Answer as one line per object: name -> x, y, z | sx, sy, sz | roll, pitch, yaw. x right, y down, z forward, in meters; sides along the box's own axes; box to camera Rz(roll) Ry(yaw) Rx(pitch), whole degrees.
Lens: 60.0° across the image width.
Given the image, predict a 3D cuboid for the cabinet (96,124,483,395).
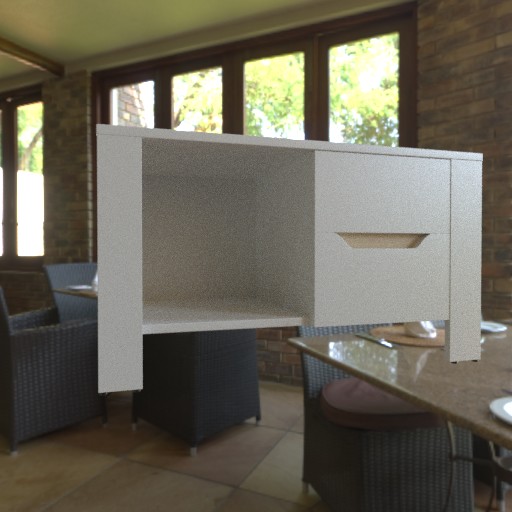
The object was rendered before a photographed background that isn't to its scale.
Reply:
cabinet -> 0.000, 0.000, 1.245 | 0.800, 0.460, 0.800 | 0, 1, -17
